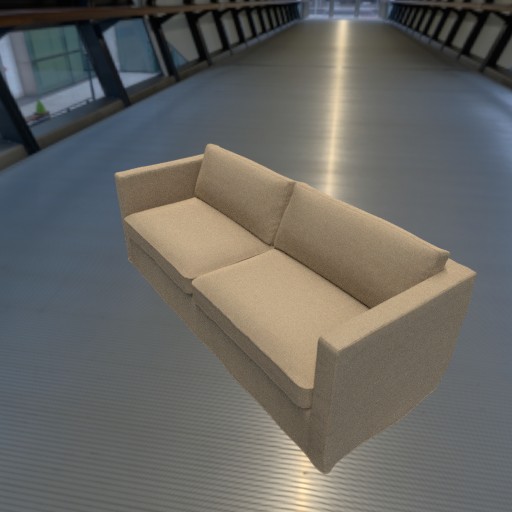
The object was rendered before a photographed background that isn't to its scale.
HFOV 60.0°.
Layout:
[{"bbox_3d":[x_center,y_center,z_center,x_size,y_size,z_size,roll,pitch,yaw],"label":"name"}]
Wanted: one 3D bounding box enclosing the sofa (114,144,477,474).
[{"bbox_3d":[0.000,0.000,2.783,0.962,0.853,2.312,-20,37,-30],"label":"sofa"}]
